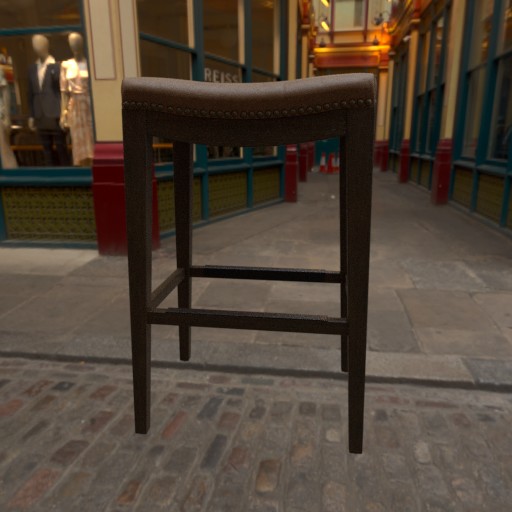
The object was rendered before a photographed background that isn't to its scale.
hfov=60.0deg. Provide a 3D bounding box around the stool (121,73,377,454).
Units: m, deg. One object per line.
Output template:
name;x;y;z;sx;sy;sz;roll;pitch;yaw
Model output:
stool;0.000;0.000;1.037;0.500;0.759;0.361;2;15;7
